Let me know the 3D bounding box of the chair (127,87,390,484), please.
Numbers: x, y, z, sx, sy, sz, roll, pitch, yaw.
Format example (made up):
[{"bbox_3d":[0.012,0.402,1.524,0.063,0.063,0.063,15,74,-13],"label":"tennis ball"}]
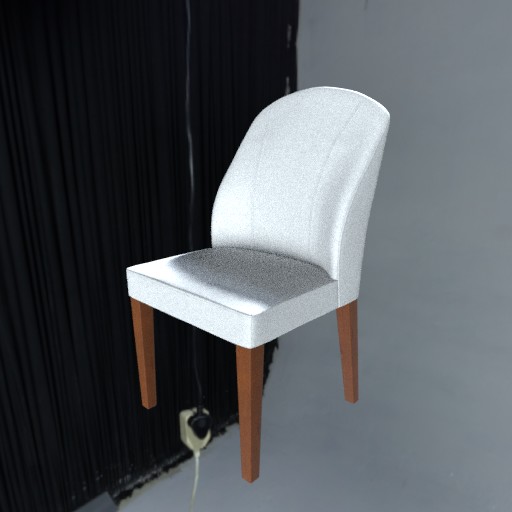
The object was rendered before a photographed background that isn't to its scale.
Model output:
[{"bbox_3d":[0.000,0.000,1.197,0.472,0.893,0.540,14,21,42],"label":"chair"}]
